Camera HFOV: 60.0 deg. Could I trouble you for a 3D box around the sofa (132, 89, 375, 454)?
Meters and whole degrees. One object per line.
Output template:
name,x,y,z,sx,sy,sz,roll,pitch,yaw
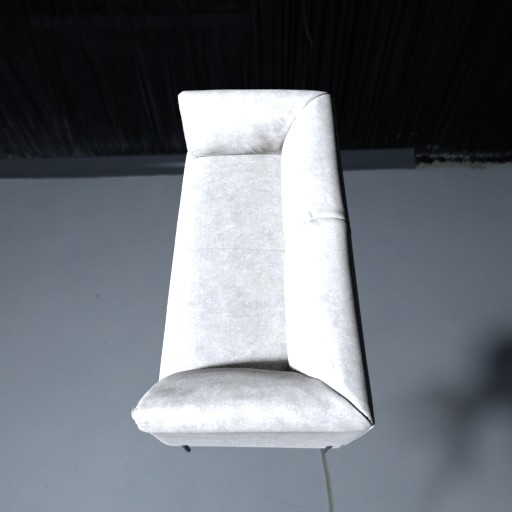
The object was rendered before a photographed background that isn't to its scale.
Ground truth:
sofa,0.000,0.000,2.367,0.905,0.747,1.878,0,59,0
